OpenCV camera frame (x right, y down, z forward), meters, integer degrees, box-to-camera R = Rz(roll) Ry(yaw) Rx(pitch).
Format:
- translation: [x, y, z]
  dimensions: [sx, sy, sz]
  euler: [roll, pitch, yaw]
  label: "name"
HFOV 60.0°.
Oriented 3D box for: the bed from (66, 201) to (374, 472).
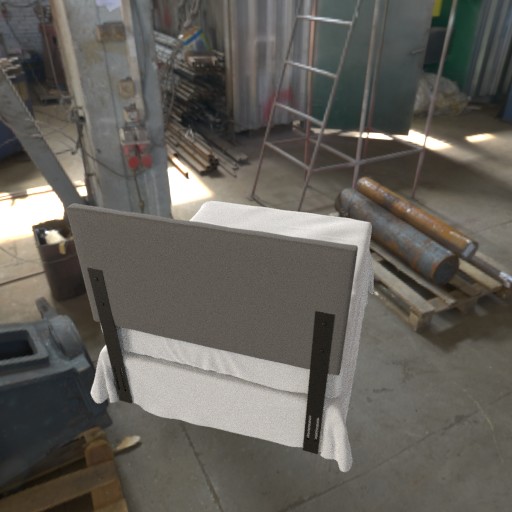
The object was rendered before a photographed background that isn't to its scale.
- translation: [0.000, 0.000, 3.522]
  dimensions: [1.936, 1.577, 2.222]
  euler: [9, 33, 15]
  label: "bed"
